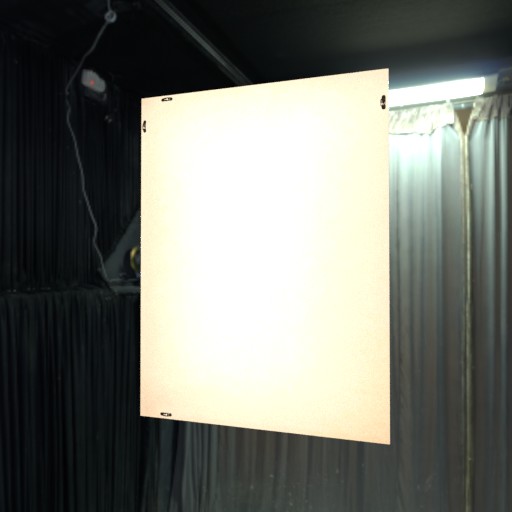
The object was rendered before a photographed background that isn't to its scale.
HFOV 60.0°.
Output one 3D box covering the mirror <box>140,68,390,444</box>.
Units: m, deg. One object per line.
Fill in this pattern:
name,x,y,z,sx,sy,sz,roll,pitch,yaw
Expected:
mirror,0.000,0.000,1.323,0.762,1.016,0.040,0,-1,17
